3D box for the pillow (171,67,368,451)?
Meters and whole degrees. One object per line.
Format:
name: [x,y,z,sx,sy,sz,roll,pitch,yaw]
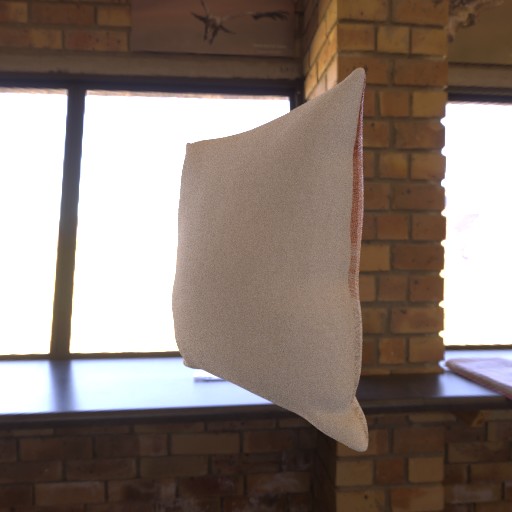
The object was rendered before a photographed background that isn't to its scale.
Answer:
pillow: [0.000,0.000,0.678,0.182,0.441,0.440,-1,2,-37]
